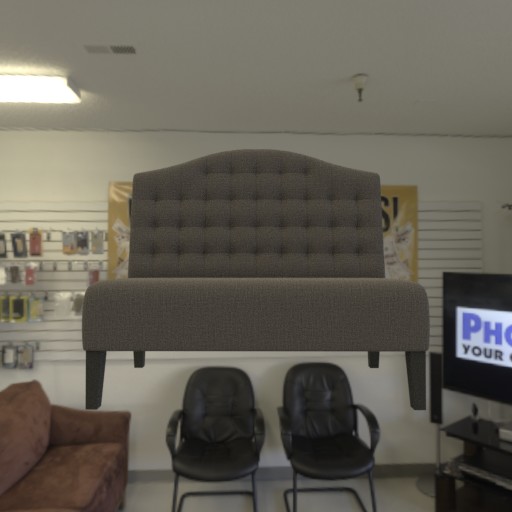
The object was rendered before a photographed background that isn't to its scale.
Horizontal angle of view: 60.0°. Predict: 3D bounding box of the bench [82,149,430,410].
[{"bbox_3d":[0.000,0.000,2.077,1.335,1.180,0.815,0,-1,0],"label":"bench"}]
